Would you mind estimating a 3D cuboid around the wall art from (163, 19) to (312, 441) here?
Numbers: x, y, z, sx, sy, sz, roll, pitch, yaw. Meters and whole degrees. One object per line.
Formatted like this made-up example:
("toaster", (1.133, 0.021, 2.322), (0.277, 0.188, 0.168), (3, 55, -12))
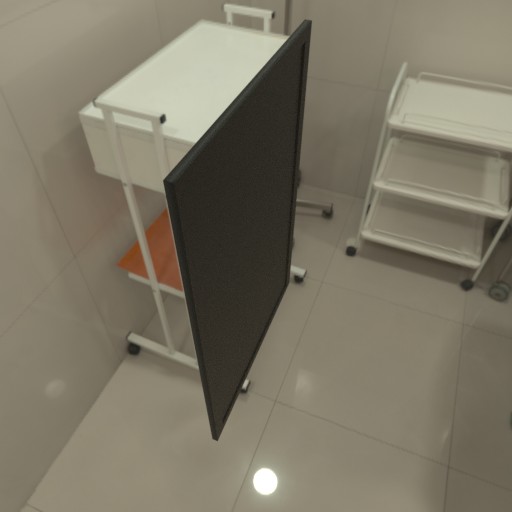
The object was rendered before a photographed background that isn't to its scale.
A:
("wall art", (0.000, 0.000, 0.810), (0.012, 0.661, 0.451), (16, 49, 15))
